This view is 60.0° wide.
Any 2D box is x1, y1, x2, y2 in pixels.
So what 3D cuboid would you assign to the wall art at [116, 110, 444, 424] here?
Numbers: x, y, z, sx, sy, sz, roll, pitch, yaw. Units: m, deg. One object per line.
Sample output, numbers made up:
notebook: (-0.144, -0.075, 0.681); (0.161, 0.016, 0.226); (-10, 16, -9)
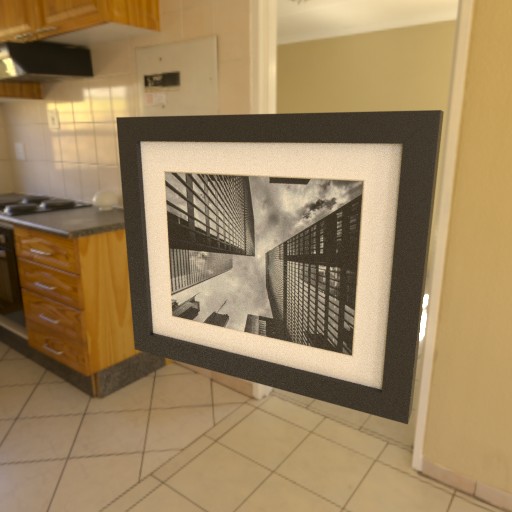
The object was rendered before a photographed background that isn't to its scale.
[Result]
wall art: (0.000, 0.000, 0.529); (0.381, 0.321, 0.028); (8, 17, 26)
